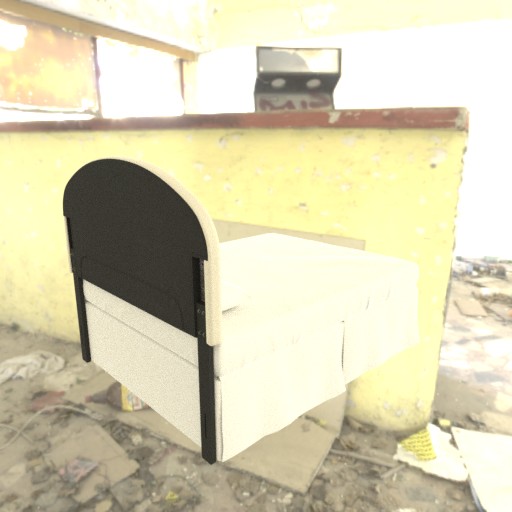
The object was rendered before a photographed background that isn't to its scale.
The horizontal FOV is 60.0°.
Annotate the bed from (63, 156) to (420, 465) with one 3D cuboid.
[{"bbox_3d":[0.000,0.000,3.083,2.005,1.410,1.607,-14,20,-42],"label":"bed"}]
